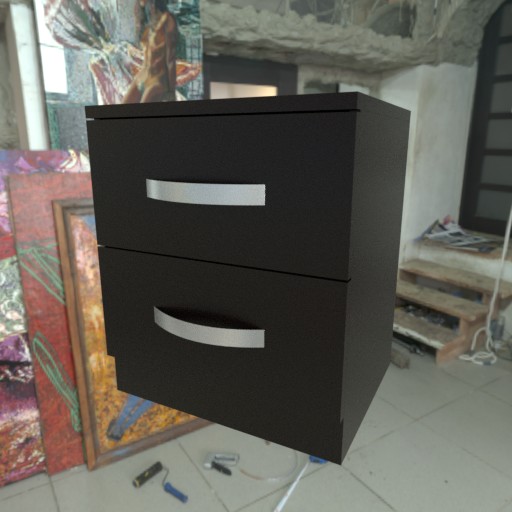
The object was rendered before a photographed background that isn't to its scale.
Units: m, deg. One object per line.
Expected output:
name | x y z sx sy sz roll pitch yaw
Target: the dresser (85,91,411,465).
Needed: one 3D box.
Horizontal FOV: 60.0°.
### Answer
dresser | 0.000 0.000 0.740 0.400 0.470 0.360 7 16 27
